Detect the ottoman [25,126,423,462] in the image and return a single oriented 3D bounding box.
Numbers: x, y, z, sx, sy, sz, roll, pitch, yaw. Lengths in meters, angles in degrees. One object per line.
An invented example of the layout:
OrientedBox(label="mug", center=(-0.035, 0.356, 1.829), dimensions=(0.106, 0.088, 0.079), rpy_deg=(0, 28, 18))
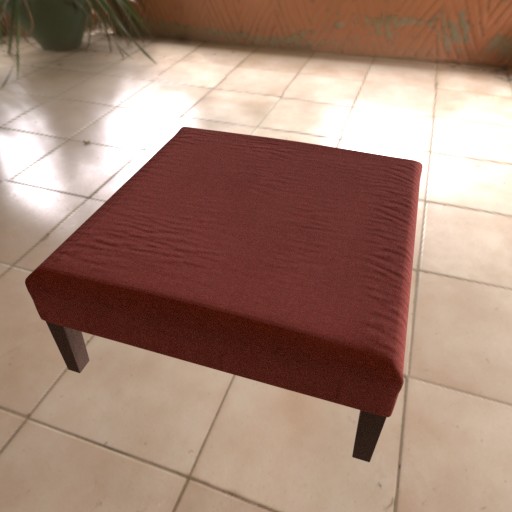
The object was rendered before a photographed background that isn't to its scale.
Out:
OrientedBox(label="ottoman", center=(0.000, 0.000, 1.373), dimensions=(0.890, 0.411, 0.889), rpy_deg=(12, 42, 14))
